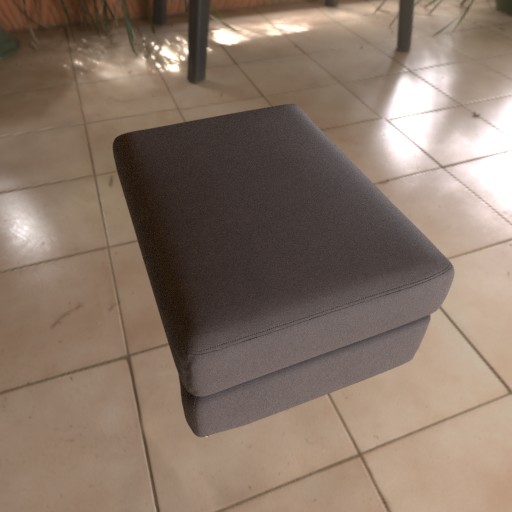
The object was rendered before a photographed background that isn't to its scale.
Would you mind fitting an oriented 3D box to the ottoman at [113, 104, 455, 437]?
[{"bbox_3d":[0.000,0.000,1.165,0.574,0.497,0.773,-16,47,-15],"label":"ottoman"}]
